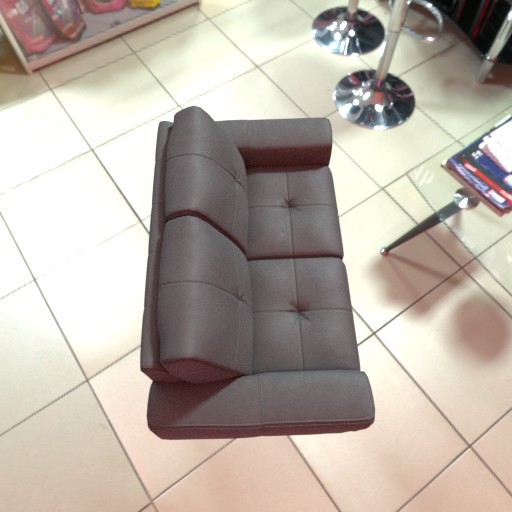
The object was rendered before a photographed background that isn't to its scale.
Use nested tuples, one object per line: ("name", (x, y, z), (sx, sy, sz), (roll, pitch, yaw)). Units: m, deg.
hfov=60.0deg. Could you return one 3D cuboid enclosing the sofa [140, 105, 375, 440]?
("sofa", (0.000, 0.000, 2.388), (1.018, 0.907, 1.806), (-2, 63, -1))
